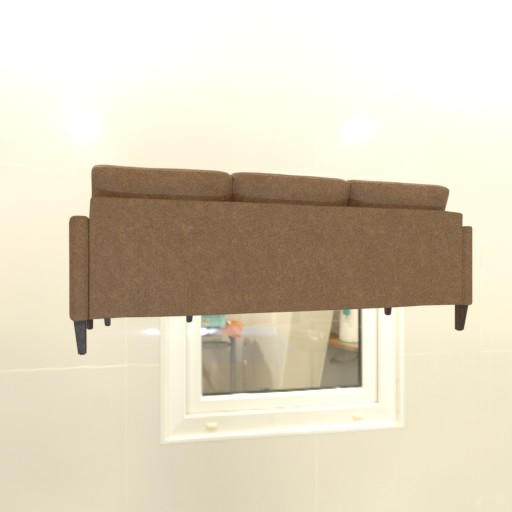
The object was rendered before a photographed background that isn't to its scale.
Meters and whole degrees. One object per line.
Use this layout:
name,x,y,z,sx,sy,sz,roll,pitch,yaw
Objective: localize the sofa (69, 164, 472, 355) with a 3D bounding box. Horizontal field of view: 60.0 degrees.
sofa,0.000,0.000,2.942,2.178,0.876,1.506,0,0,-18
